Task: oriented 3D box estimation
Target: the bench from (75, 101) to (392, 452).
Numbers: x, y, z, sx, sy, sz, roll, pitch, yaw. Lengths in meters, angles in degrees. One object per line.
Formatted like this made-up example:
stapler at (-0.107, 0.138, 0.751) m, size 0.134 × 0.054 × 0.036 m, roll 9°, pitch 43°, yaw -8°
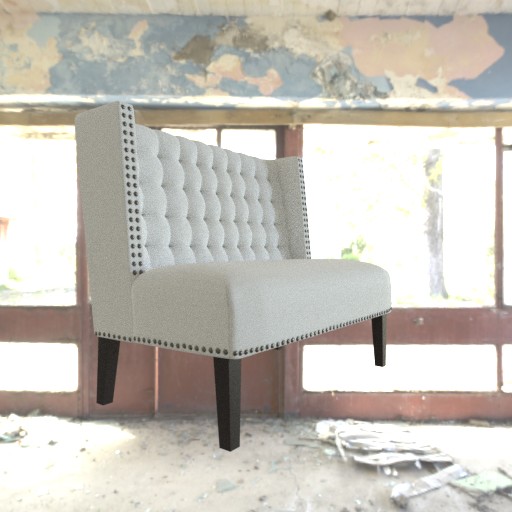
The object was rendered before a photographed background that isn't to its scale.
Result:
bench at (0.000, 0.000, 1.991) m, size 0.847 × 1.123 × 1.280 m, roll 1°, pitch 1°, yaw 37°
